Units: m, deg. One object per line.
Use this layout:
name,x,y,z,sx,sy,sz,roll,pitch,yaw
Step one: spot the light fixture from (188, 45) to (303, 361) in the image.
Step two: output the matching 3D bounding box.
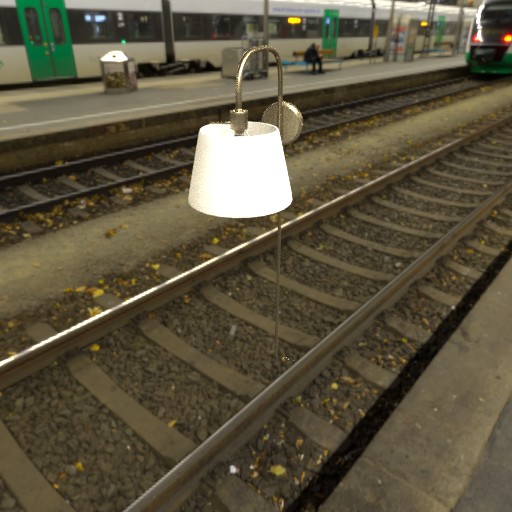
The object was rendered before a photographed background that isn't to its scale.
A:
light fixture,0.000,0.000,0.466,0.092,0.399,0.176,9,28,17
